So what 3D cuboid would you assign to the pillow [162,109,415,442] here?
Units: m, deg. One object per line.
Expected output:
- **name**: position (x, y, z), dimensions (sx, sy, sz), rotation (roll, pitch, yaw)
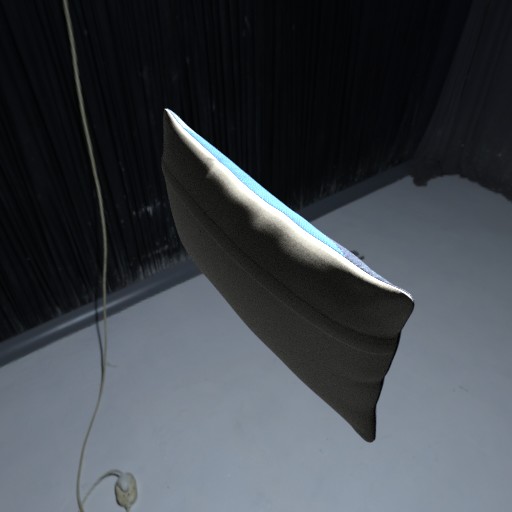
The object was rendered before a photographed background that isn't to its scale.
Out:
- **pillow**: position (0.000, 0.000, 0.740), dimensions (0.148, 0.307, 0.604), rotation (-24, 47, -25)
